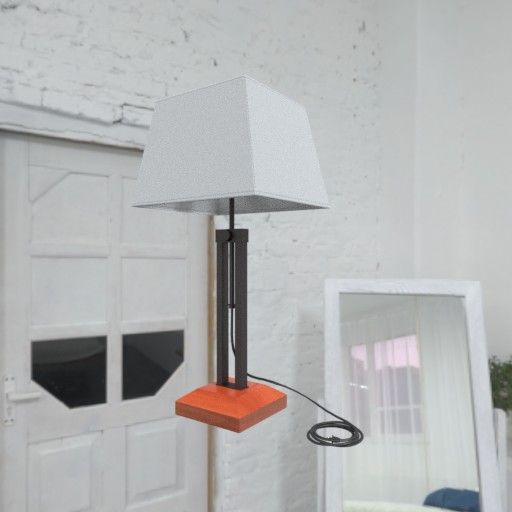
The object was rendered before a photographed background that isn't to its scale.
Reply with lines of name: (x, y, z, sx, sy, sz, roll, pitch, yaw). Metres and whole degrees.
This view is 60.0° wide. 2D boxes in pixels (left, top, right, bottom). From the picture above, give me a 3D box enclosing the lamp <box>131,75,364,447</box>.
lamp: (0.000, 0.000, 1.010, 0.498, 0.737, 0.310, 0, 1, 36)
